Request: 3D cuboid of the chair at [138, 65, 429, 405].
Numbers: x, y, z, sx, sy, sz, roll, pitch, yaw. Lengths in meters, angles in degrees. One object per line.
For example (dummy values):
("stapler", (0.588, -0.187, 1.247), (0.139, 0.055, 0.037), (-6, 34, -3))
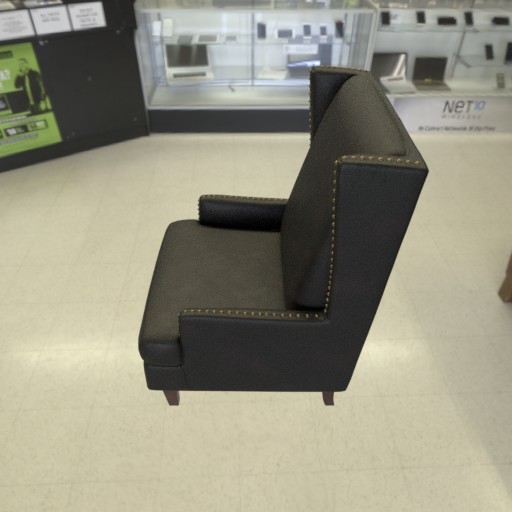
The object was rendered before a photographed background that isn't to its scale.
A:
("chair", (0.000, 0.000, 1.619), (0.799, 1.142, 0.703), (0, 41, 0))
